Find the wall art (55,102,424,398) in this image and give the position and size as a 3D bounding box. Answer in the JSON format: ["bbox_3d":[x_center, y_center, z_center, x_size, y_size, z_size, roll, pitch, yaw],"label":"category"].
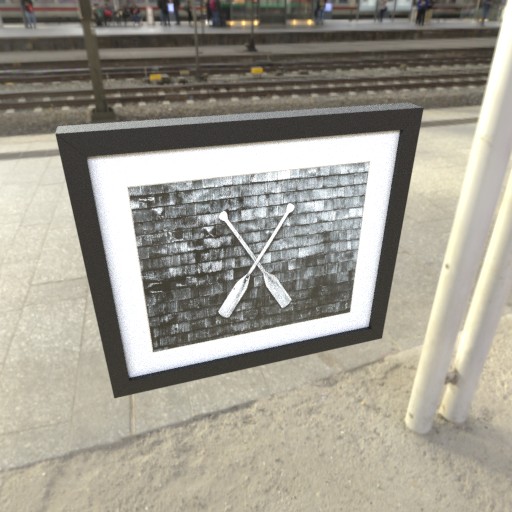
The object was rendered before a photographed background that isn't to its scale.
[{"bbox_3d":[0.000,0.000,0.535,0.381,0.330,0.029,-9,31,-15],"label":"wall art"}]
